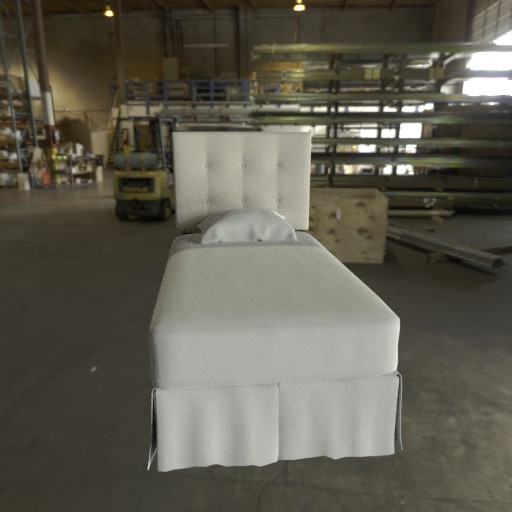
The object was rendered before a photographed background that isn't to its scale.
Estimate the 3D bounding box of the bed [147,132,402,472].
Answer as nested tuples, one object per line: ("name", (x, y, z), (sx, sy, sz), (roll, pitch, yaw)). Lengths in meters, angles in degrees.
("bed", (0.000, 0.000, 2.881), (1.261, 1.571, 1.997), (-2, 15, -6))
